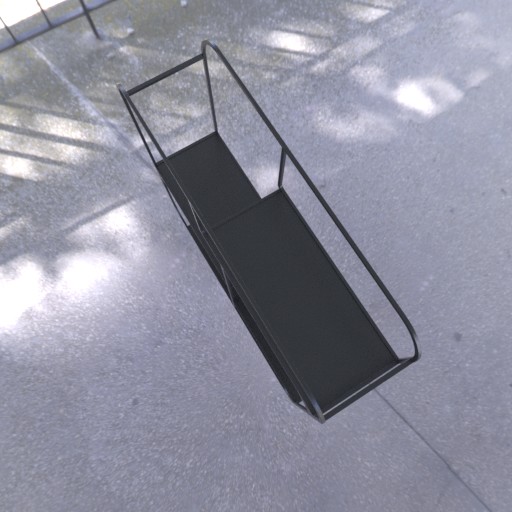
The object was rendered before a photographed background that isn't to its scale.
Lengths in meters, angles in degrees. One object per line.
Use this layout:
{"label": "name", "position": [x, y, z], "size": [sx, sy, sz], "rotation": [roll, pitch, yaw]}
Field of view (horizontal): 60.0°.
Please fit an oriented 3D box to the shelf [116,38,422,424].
{"label": "shelf", "position": [0.000, 0.000, 0.899], "size": [0.160, 0.600, 0.600], "rotation": [-31, 77, -8]}
